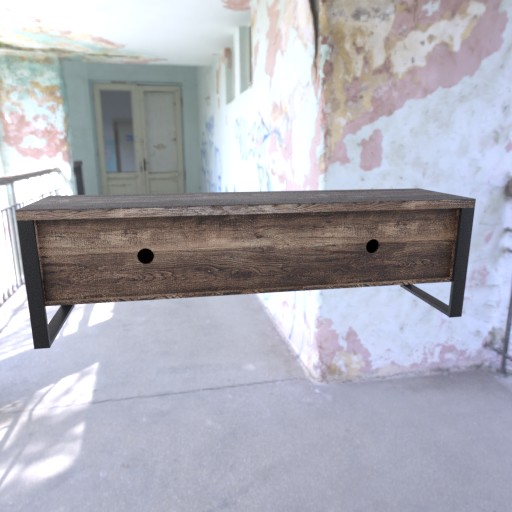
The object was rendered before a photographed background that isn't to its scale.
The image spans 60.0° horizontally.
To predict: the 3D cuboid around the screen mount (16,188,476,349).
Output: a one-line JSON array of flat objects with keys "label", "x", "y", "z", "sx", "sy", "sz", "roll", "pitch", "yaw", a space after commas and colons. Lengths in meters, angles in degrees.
[{"label": "screen mount", "x": 0.000, "y": 0.000, "z": 1.693, "sx": 1.524, "sy": 0.450, "sz": 0.395, "roll": -3, "pitch": 15, "yaw": -10}]
